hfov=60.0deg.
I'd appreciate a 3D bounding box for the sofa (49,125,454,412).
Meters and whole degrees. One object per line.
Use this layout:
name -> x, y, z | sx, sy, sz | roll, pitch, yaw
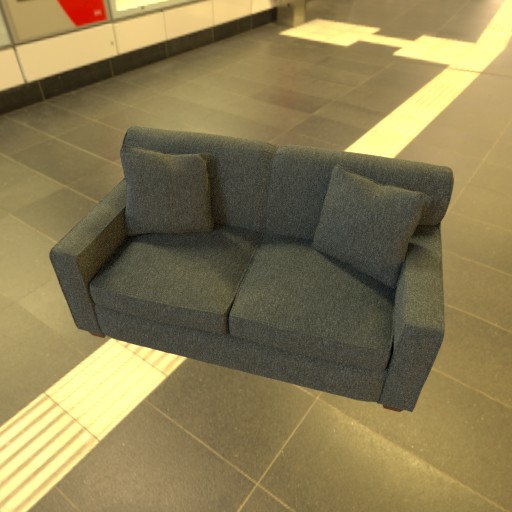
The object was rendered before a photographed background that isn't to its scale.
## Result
sofa -> 0.000, 0.000, 2.385 | 1.846, 0.958, 0.998 | 11, 41, 13
